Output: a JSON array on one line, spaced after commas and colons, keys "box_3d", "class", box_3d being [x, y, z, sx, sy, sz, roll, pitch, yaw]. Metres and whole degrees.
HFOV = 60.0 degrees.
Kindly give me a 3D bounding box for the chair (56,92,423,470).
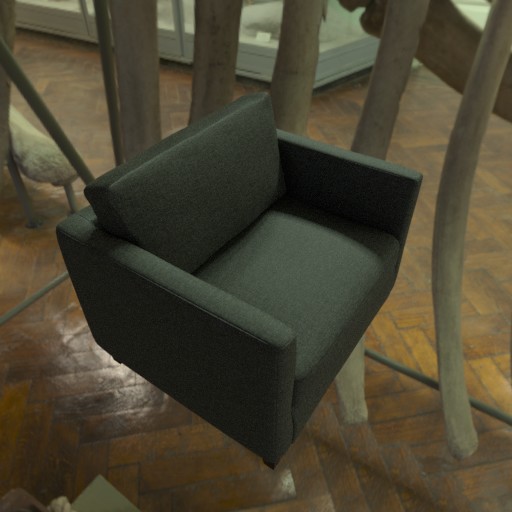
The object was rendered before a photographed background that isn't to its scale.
[{"box_3d": [0.000, 0.000, 1.800, 0.959, 0.963, 1.107, 24, 46, 26], "class": "chair"}]
